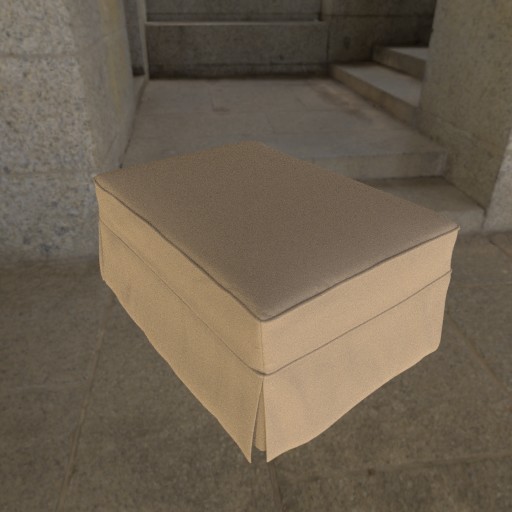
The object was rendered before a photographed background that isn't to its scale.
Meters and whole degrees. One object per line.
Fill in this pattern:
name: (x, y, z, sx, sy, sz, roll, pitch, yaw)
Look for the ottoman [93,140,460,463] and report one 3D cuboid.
ottoman: (0.000, 0.000, 1.354, 0.721, 0.482, 0.959, -21, 37, -31)
